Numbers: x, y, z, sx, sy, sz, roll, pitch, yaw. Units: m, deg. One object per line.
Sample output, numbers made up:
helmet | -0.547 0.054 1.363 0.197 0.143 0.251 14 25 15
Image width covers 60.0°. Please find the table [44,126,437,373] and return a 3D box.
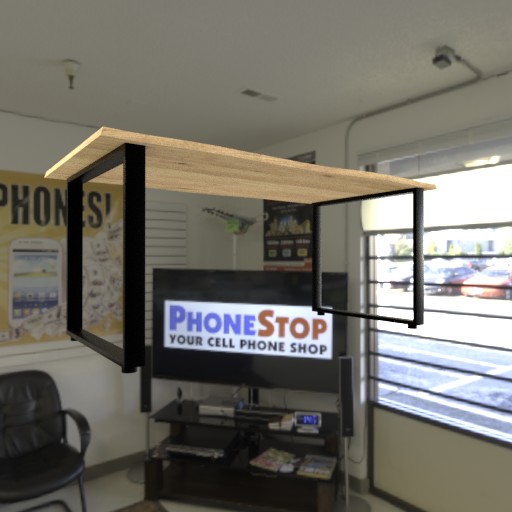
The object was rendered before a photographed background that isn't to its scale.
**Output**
table | 0.000 0.000 2.228 1.800 0.780 0.900 0 0 -36
